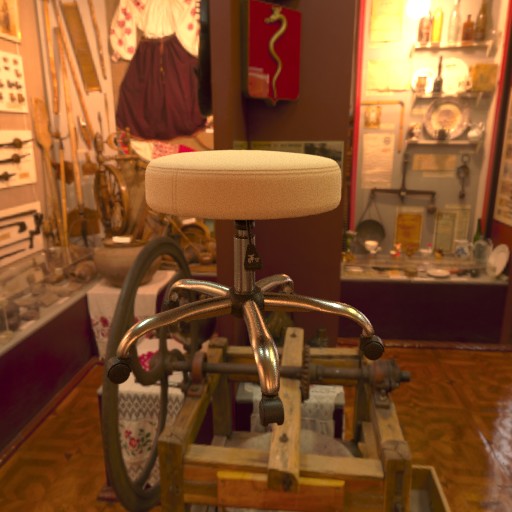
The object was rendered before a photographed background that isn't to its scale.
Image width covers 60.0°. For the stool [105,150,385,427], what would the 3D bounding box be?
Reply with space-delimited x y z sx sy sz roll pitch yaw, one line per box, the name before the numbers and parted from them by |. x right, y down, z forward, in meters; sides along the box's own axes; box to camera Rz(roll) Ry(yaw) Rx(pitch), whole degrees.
stool | 0.000 0.000 1.039 0.614 0.482 0.634 2 15 8
